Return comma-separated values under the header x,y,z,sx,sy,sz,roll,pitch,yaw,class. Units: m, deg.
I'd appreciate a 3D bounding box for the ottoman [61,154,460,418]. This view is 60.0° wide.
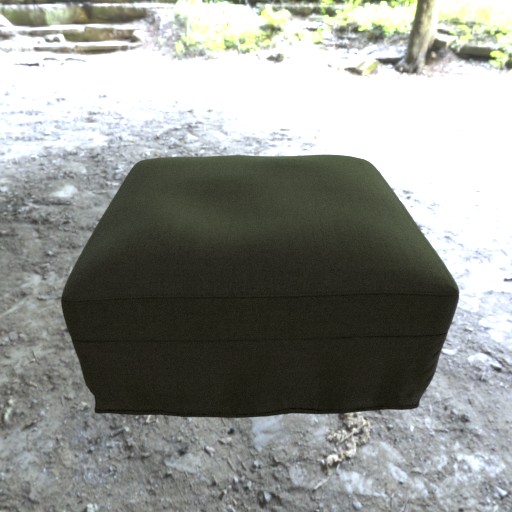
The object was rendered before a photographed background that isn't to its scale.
x,y,z,sx,sy,sz,roll,pitch,yaw,class
0.000,0.000,1.322,0.843,0.436,0.840,-1,32,-1,ottoman
